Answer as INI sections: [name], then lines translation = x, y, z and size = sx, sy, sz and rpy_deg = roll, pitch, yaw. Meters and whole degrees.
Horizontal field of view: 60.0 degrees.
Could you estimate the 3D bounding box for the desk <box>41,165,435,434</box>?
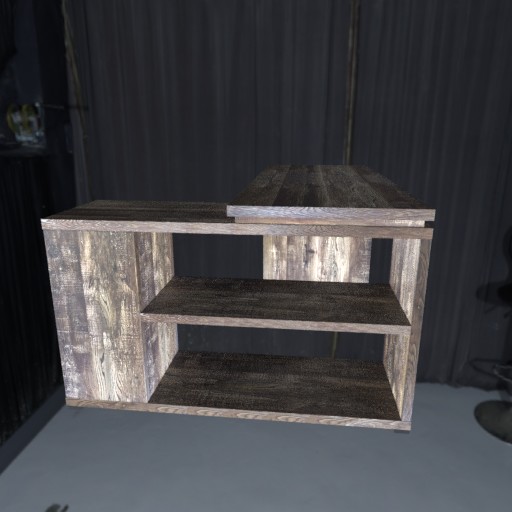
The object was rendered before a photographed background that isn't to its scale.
[desk]
translation = 0.000, 0.000, 2.158
size = 1.200, 0.753, 1.524
rpy_deg = 2, 16, 6
